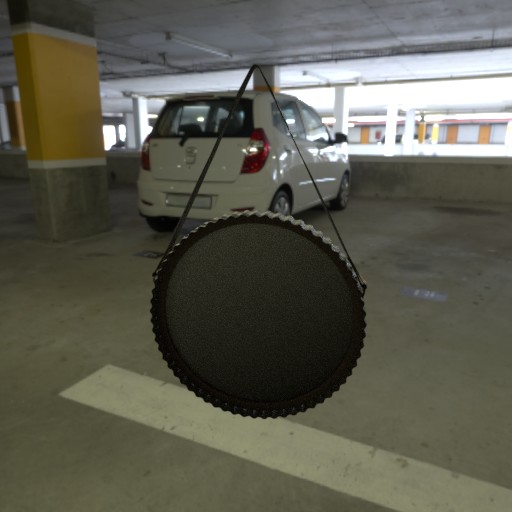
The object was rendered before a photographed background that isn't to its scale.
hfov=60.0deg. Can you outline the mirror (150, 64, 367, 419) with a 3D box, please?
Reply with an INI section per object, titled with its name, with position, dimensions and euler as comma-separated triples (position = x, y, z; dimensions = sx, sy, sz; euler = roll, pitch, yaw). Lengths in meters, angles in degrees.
[mirror]
position = 0.000, 0.000, 0.709
dimensions = 0.355, 0.568, 0.042
euler = 2, 15, 9
